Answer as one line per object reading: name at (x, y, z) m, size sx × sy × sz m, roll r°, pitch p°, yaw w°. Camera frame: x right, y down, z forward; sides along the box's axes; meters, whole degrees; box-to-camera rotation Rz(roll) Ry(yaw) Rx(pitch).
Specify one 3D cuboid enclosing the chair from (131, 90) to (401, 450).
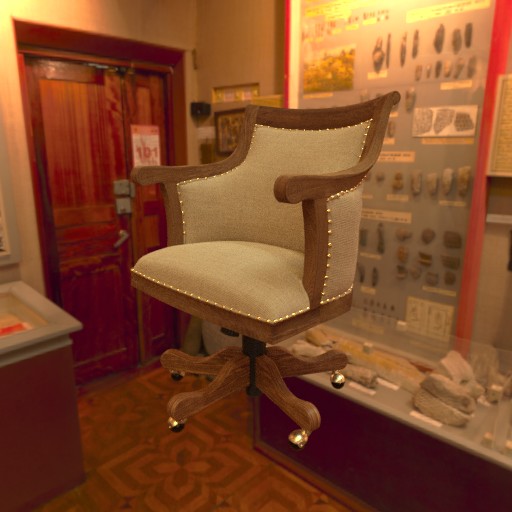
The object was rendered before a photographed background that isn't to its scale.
chair at (0.000, 0.000, 1.382) m, size 0.656 × 0.965 × 0.689 m, roll 14°, pitch 20°, yaw 43°
